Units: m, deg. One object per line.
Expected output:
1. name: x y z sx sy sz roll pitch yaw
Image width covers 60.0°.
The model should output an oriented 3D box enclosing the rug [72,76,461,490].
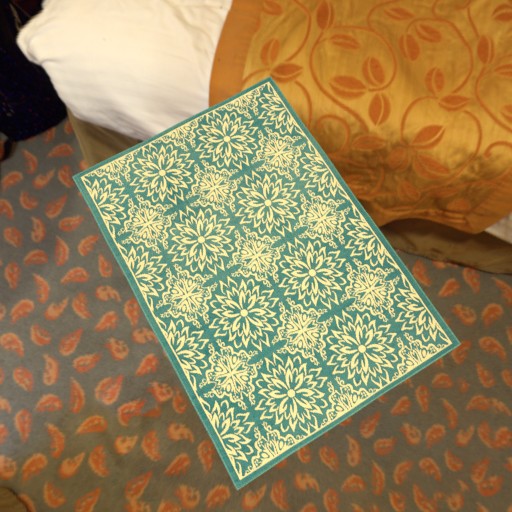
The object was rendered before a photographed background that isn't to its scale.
1. rug: 0.000 0.000 2.811 1.554 0.012 2.205 -30 76 -8
